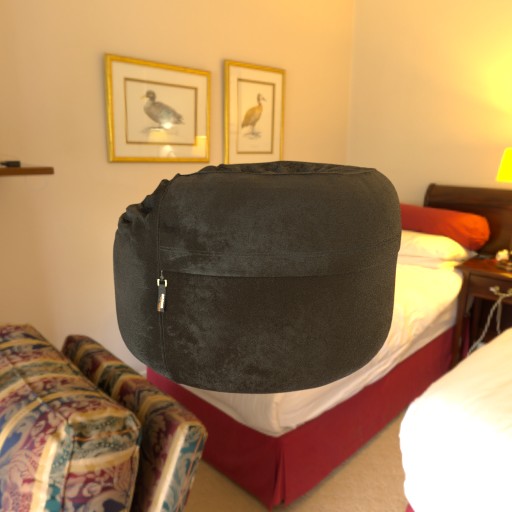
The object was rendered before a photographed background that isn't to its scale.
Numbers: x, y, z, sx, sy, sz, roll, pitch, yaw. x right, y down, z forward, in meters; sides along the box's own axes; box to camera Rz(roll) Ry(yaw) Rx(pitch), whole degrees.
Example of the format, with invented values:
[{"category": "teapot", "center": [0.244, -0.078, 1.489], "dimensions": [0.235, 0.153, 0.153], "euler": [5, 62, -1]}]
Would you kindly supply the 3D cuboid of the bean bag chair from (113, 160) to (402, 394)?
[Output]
[{"category": "bean bag chair", "center": [0.000, 0.000, 1.479], "dimensions": [0.918, 0.605, 0.918], "euler": [0, 14, 0]}]
